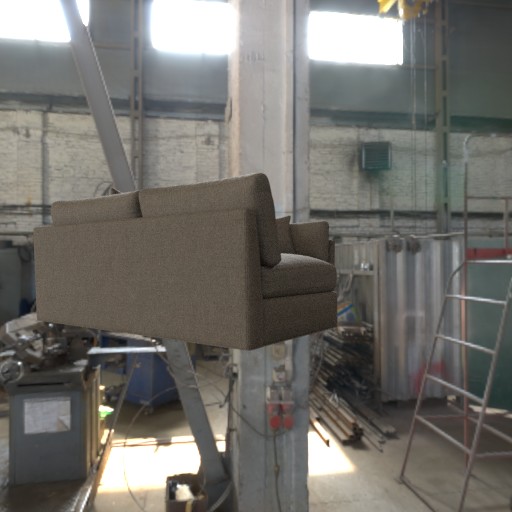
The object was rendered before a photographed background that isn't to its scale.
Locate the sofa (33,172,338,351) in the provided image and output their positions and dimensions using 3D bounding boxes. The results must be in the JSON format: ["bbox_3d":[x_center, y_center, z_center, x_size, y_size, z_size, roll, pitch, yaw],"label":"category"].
[{"bbox_3d":[0.000,0.000,3.860,1.994,0.978,2.896,-1,-1,36],"label":"sofa"}]
